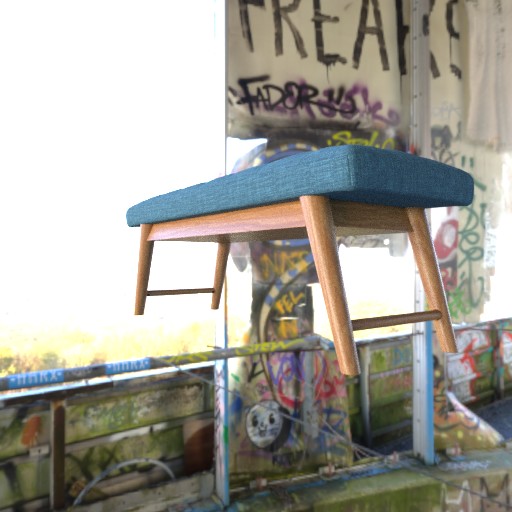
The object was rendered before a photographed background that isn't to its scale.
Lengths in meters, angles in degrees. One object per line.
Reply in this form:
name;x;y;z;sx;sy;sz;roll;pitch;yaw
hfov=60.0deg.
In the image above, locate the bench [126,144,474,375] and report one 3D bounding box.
bench;0.000;0.000;1.319;0.406;0.432;1.118;0;-1;-36
